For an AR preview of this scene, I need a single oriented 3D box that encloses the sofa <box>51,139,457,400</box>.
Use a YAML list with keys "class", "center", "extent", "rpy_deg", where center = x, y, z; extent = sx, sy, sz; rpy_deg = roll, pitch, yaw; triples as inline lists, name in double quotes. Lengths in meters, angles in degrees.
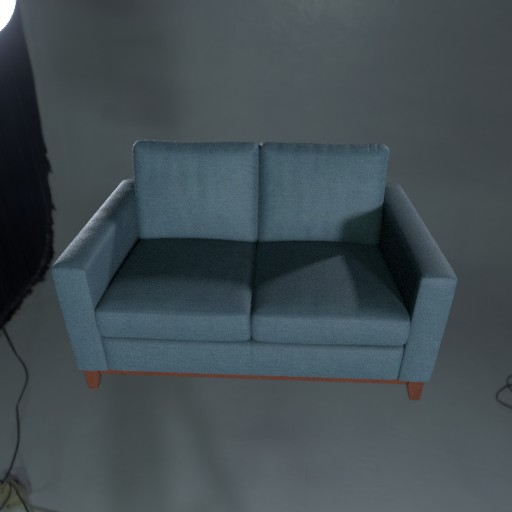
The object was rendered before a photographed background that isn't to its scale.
- class: "sofa"
  center: [0.000, 0.000, 2.070]
  extent: [1.489, 0.903, 0.955]
  rpy_deg: [1, 31, 2]
